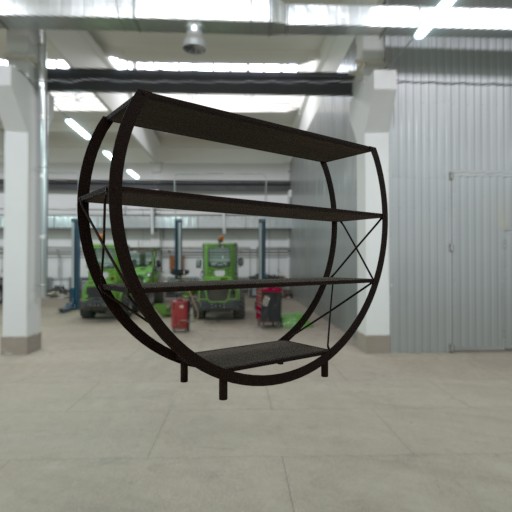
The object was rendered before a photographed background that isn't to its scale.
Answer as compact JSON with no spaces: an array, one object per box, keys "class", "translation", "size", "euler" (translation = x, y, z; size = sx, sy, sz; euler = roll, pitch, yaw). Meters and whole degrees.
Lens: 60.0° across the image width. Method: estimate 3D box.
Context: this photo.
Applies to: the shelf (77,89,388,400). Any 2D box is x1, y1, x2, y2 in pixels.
[{"class":"shelf","translation":[0.000,0.000,1.921],"size":[1.403,1.063,0.344],"euler":[1,-1,-37]}]
